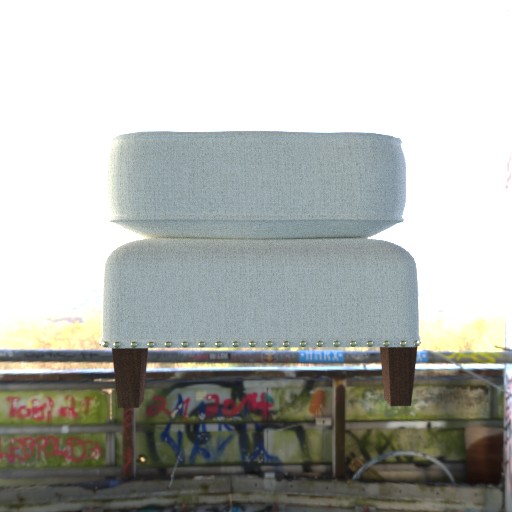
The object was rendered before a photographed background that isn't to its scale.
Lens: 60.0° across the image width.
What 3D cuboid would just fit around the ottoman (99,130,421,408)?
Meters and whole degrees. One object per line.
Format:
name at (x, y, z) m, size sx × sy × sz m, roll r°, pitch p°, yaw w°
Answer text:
ottoman at (0.000, 0.000, 1.142) m, size 0.589 × 0.537 × 0.738 m, roll 0°, pitch 1°, yaw -1°
